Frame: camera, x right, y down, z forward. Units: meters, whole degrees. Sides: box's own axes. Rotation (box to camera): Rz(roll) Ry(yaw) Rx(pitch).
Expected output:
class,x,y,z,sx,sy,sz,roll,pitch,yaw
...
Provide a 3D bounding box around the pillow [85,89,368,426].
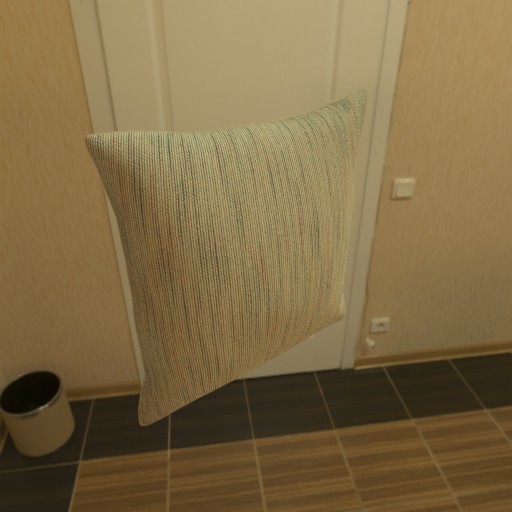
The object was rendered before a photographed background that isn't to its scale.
class,x,y,z,sx,sy,sz,roll,pitch,yaw
pillow,0.000,0.000,0.779,0.512,0.506,0.178,-21,37,-32
